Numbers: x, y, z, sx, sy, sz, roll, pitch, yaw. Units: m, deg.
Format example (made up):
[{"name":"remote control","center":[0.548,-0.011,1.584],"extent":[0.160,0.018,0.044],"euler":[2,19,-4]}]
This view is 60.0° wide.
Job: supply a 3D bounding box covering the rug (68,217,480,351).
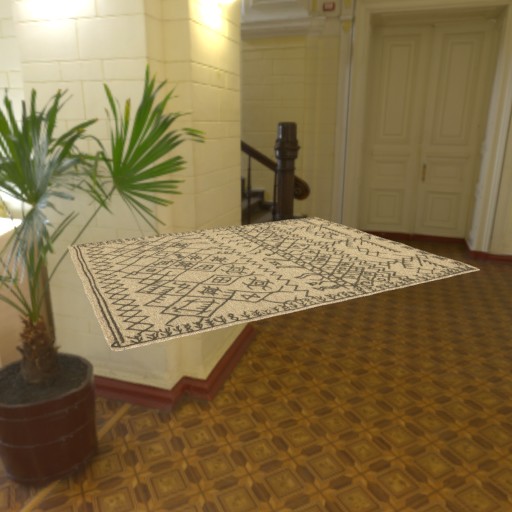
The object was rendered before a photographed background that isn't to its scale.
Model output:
[{"name":"rug","center":[0.000,0.000,3.311],"extent":[2.455,0.025,1.964],"euler":[-9,19,-26]}]
